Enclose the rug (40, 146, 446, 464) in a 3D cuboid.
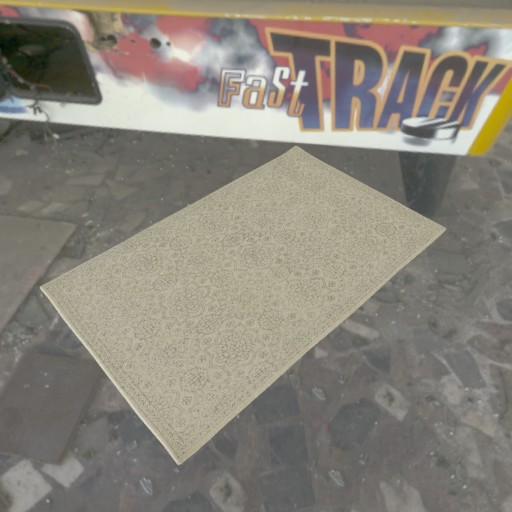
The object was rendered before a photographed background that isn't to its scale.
[{"bbox_3d":[0.000,0.000,2.445,1.947,0.023,1.214,-34,55,-29],"label":"rug"}]
